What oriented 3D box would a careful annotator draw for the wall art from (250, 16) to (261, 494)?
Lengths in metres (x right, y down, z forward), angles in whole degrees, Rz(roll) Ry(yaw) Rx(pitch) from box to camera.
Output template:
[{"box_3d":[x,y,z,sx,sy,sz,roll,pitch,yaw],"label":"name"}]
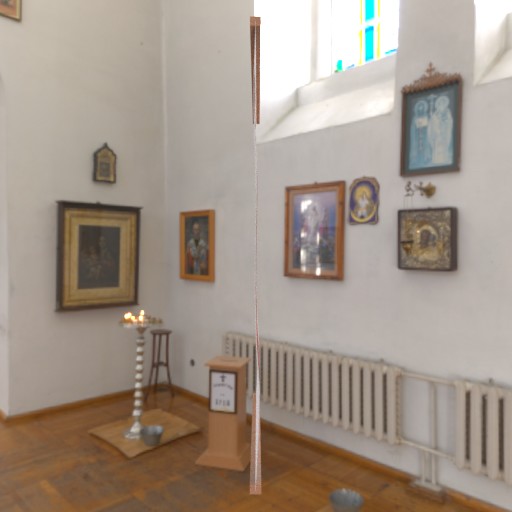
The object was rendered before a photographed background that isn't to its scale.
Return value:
[{"box_3d":[0.000,0.000,0.638,0.012,0.508,0.332,0,-1,0],"label":"wall art"}]
